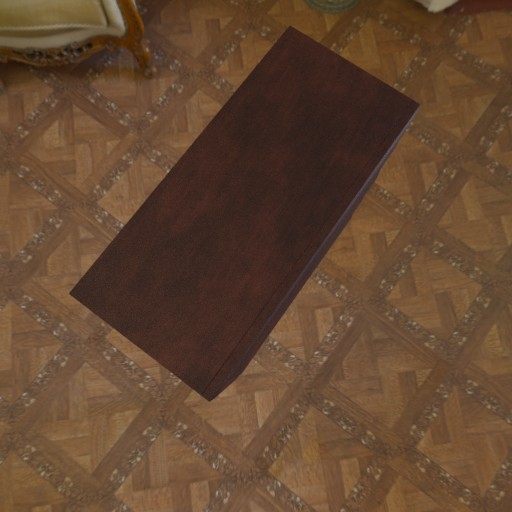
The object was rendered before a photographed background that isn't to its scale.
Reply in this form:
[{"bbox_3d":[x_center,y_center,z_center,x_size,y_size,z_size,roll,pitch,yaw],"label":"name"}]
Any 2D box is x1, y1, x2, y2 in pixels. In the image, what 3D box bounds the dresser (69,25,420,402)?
[{"bbox_3d":[0.000,0.000,2.027,0.506,1.514,1.072,35,79,8],"label":"dresser"}]
